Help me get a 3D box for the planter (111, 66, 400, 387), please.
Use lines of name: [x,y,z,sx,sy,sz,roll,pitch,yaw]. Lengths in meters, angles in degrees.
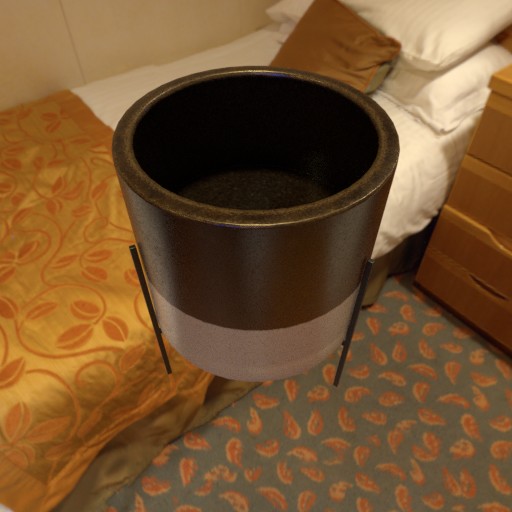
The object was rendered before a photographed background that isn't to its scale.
planter: [0.000,0.000,0.707,0.345,0.465,0.354,3,47,3]
